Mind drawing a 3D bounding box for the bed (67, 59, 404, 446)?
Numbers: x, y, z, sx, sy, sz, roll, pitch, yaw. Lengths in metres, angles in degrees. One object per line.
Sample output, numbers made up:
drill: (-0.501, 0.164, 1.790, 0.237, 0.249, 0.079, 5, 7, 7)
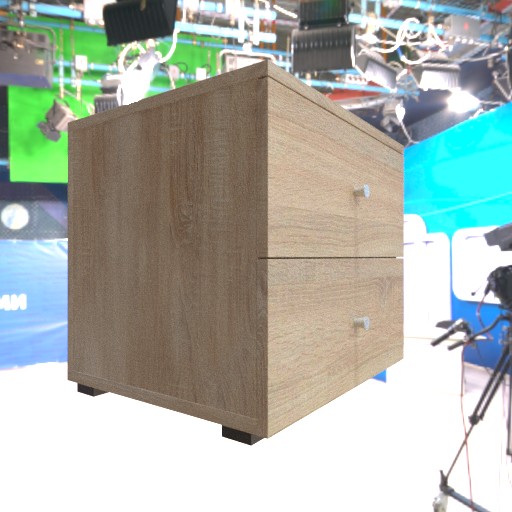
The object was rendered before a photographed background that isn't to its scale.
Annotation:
bed: (0.000, 0.000, 0.766, 0.401, 0.420, 0.460, 0, 0, 36)
